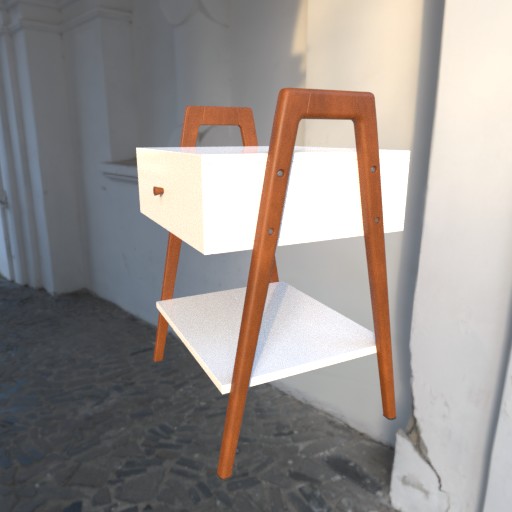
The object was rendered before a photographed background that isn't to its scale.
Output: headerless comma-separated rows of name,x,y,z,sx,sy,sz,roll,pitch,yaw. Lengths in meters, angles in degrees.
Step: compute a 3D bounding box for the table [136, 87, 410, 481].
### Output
table,0.000,0.000,0.916,0.405,0.610,0.457,-7,17,-26
